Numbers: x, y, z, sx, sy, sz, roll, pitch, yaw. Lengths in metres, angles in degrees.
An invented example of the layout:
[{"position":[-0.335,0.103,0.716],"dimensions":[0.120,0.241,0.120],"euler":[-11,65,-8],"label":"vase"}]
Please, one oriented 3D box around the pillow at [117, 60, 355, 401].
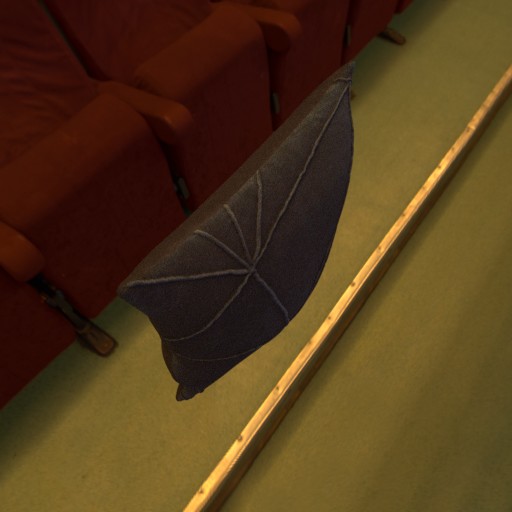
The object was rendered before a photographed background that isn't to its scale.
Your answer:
[{"position":[0.000,0.000,0.679],"dimensions":[0.183,0.440,0.439],"euler":[33,65,18],"label":"pillow"}]
